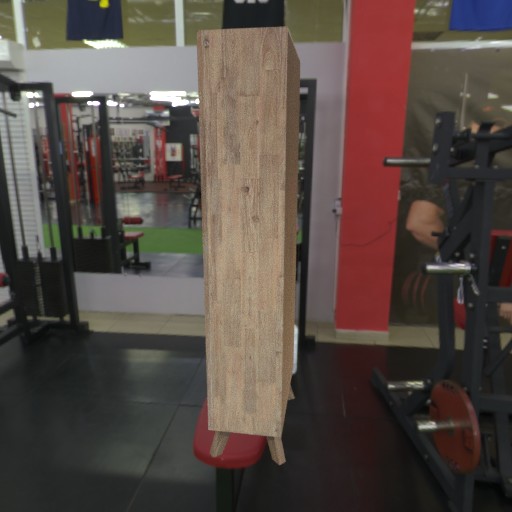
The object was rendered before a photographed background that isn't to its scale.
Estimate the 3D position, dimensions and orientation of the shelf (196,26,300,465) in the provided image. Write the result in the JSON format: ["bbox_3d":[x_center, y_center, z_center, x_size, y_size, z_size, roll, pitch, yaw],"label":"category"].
[{"bbox_3d":[0.000,0.000,1.551,0.267,1.342,0.491,2,14,9],"label":"shelf"}]
